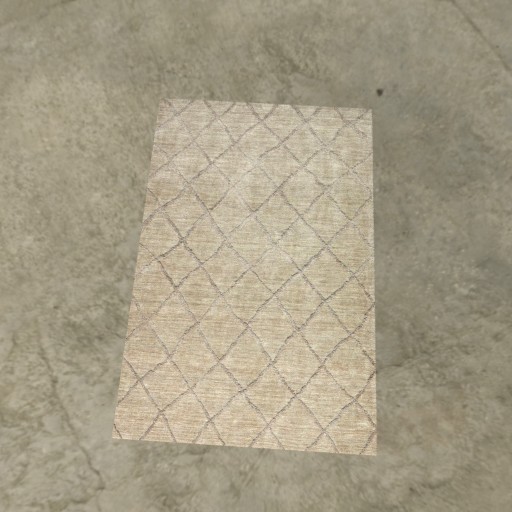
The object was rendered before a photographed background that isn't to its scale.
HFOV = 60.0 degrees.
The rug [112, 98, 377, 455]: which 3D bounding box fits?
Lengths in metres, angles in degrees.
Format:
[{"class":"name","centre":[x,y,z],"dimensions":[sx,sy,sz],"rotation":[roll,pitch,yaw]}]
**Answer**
[{"class":"rug","centre":[0.000,0.000,2.858],"dimensions":[1.521,0.015,2.280],"rotation":[3,74,1]}]
